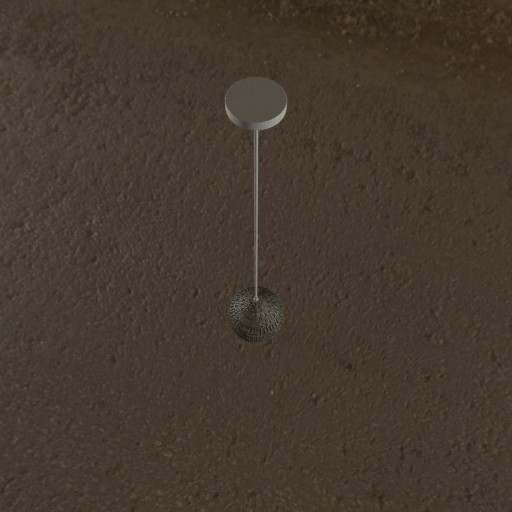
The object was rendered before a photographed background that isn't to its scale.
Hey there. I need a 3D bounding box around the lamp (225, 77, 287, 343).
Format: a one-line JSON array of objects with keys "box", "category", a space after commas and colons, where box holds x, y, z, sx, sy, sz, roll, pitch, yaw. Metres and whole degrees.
[{"box": [0.000, 0.000, 2.052, 0.355, 1.919, 0.355, -15, 65, -7], "category": "lamp"}]
